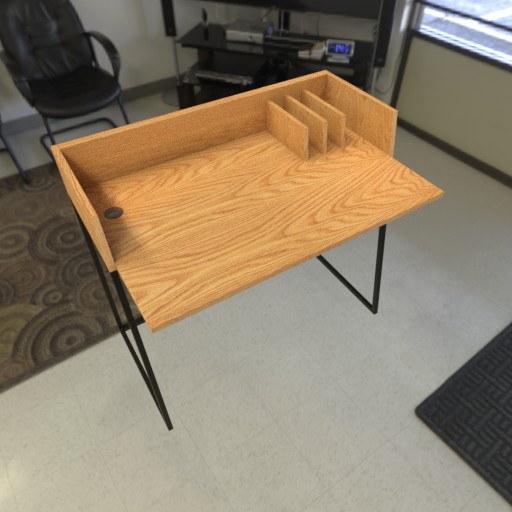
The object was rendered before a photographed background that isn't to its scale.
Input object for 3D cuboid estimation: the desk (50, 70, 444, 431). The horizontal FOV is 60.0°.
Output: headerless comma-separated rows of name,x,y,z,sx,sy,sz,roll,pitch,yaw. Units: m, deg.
desk,0.000,0.000,1.889,1.191,1.061,0.769,-24,50,-22
